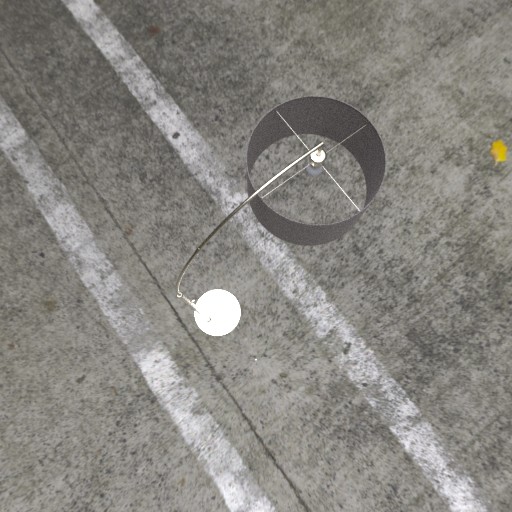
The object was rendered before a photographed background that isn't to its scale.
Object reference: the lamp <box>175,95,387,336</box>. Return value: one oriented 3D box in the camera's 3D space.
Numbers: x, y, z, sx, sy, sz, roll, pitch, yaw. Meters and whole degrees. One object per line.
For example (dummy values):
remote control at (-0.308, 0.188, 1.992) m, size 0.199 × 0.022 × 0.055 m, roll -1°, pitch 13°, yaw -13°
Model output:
lamp at (0.000, 0.000, 2.148) m, size 0.934 × 1.735 × 0.452 m, roll -36°, pitch 79°, yaw -8°
